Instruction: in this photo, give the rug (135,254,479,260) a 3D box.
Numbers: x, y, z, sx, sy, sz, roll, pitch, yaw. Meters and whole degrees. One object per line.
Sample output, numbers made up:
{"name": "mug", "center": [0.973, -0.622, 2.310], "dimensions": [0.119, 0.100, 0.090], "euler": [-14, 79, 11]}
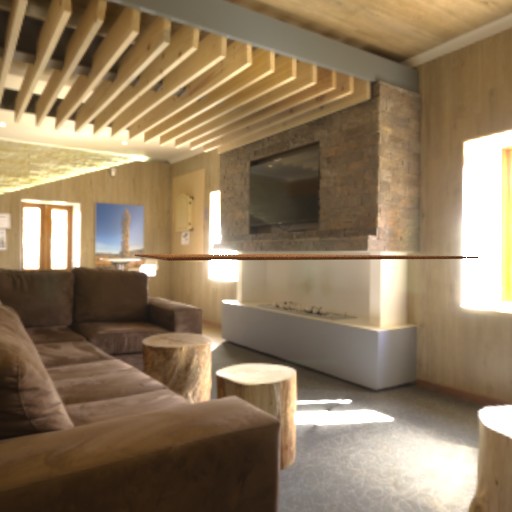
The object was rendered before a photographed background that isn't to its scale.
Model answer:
{"name": "rug", "center": [0.000, 0.000, 3.110], "dimensions": [1.524, 0.014, 2.438], "euler": [0, 0, -18]}
